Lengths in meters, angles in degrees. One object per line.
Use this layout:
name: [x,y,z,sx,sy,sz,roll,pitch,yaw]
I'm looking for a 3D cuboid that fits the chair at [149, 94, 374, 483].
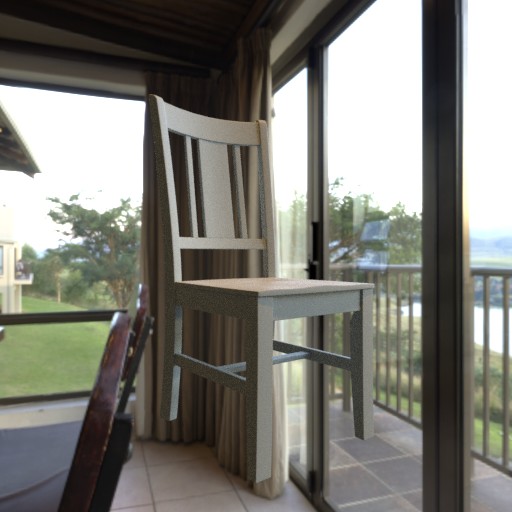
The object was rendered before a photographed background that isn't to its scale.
chair: [0.000,0.000,1.310,0.450,0.998,0.555,0,0,-37]
